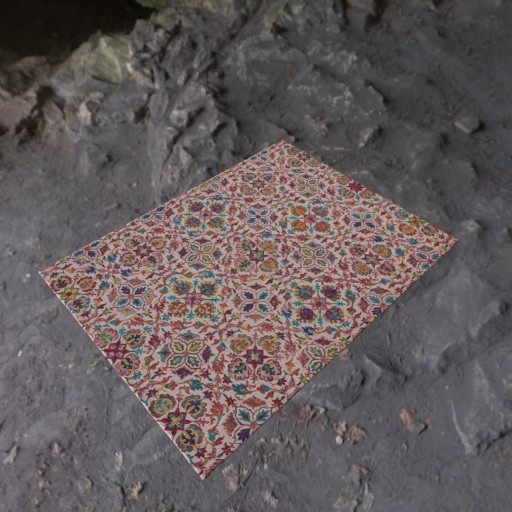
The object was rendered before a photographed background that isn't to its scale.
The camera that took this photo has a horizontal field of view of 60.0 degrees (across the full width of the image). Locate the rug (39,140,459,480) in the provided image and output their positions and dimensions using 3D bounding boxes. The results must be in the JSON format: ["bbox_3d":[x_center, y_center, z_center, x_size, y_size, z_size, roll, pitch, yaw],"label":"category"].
[{"bbox_3d":[0.000,0.000,4.227,3.215,0.020,2.446,-34,56,-28],"label":"rug"}]
